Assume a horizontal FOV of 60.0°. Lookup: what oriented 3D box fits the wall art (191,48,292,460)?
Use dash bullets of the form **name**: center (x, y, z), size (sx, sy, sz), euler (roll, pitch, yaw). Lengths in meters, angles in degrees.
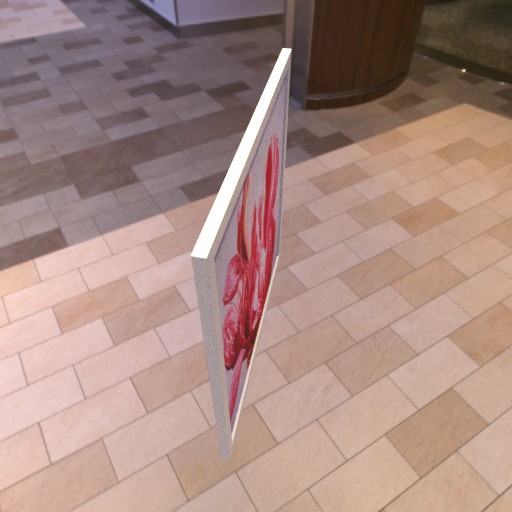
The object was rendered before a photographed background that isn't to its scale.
- **wall art**: center (0.000, 0.000, 0.999), size (0.020, 0.661, 0.664), euler (9, 46, 8)
